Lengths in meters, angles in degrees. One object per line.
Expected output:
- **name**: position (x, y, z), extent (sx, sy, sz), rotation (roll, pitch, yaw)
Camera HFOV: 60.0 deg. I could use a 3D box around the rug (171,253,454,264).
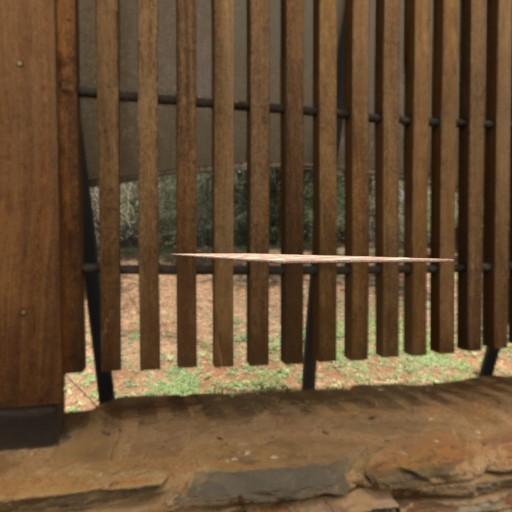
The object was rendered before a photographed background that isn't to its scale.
- **rug**: position (0.000, 0.000, 2.622), extent (0.685, 0.013, 2.437), rotation (0, 1, -18)
